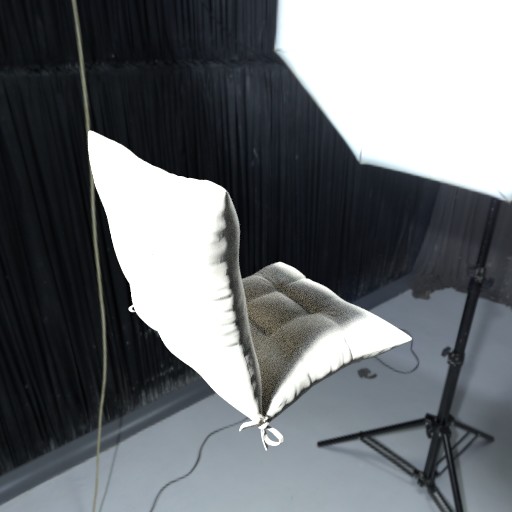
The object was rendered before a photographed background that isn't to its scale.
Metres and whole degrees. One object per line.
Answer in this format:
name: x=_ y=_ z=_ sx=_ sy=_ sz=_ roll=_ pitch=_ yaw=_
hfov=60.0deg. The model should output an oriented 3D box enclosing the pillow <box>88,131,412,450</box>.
pillow: x=0.000 y=0.000 z=1.001 sx=0.585 sy=0.536 sz=0.541 roll=-19 pitch=32 yaw=-33
